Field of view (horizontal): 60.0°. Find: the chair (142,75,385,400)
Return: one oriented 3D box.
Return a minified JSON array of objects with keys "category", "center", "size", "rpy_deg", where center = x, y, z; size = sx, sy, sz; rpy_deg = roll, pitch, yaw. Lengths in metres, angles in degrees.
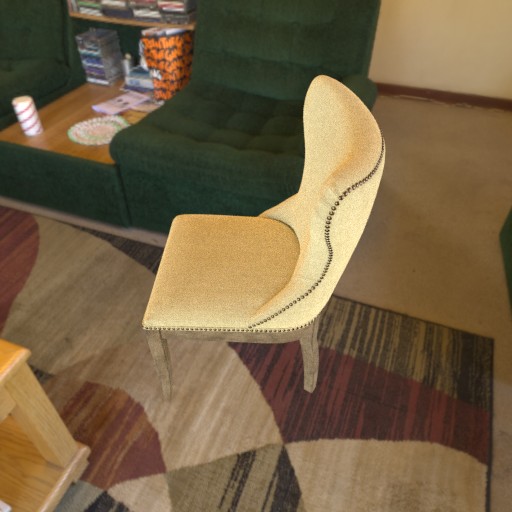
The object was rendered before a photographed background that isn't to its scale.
[{"category":"chair","center":[0.000,0.000,1.501],"size":[0.681,1.002,0.654],"rpy_deg":[2,43,2]}]
